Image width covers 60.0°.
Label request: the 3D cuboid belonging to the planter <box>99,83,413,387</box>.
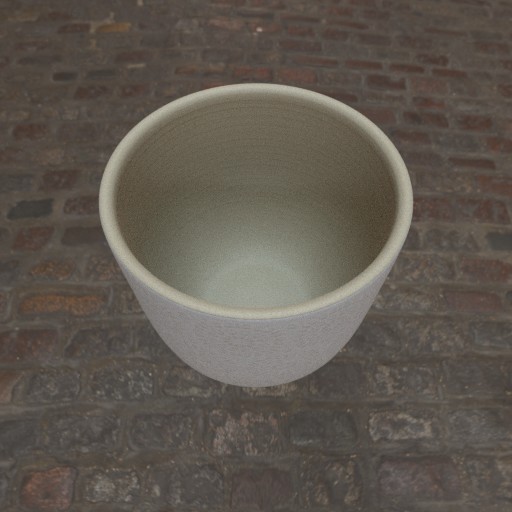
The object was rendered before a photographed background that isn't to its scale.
[{"bbox_3d":[0.000,0.000,0.376,0.208,0.190,0.208,0,57,0],"label":"planter"}]
